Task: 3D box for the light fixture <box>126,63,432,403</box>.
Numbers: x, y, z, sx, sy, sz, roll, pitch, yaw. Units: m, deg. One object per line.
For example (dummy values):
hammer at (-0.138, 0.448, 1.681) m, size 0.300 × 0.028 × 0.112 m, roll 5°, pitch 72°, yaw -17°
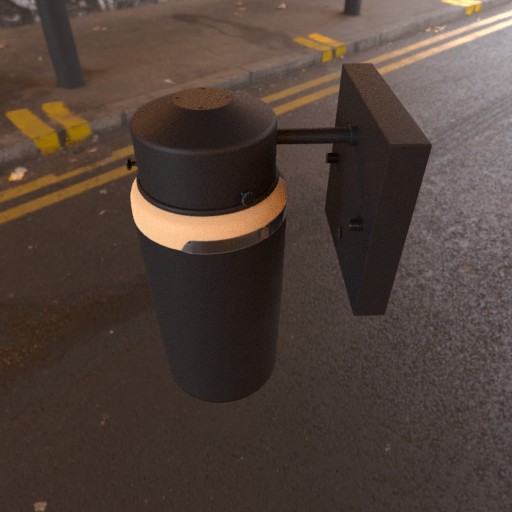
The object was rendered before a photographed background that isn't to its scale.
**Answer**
light fixture at (0.000, 0.000, 0.356) m, size 0.176 × 0.257 × 0.130 m, roll -1°, pitch 41°, yaw -2°
